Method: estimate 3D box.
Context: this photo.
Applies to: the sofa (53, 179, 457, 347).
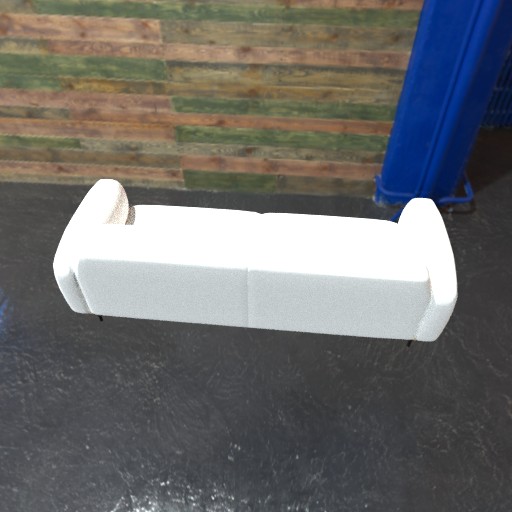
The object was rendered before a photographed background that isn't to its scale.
[{"bbox_3d":[0.000,0.000,2.783,2.280,0.780,0.870,4,46,4],"label":"sofa"}]
